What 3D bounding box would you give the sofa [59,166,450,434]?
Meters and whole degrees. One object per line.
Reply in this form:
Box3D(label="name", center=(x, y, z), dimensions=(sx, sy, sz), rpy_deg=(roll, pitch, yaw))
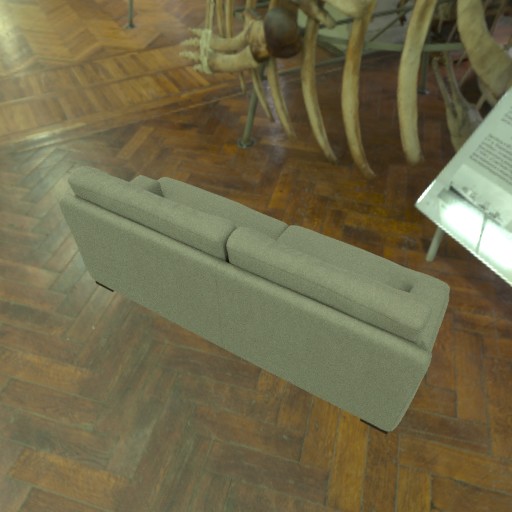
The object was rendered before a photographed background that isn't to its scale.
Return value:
Box3D(label="sofa", center=(0.000, 0.000, 2.876), dimensions=(2.354, 0.980, 0.962), rpy_deg=(23, 50, 21))
